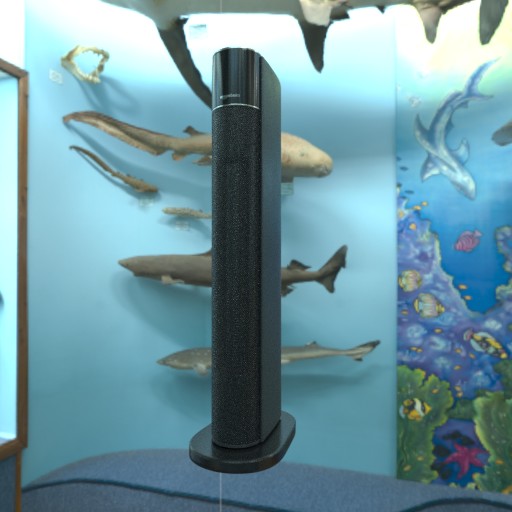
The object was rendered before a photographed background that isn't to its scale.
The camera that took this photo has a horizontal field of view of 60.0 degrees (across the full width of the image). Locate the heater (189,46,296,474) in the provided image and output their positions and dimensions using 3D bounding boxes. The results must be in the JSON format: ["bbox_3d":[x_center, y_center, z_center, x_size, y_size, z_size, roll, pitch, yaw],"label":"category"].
[{"bbox_3d":[0.000,0.000,1.079,0.214,0.856,0.458,0,-1,21],"label":"heater"}]
